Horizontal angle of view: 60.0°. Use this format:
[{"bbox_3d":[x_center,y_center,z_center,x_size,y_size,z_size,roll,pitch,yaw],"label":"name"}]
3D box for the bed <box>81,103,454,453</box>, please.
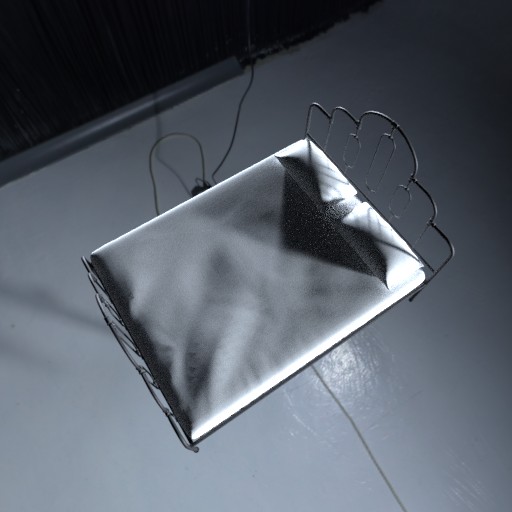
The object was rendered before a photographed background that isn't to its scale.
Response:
[{"bbox_3d":[0.000,0.000,3.193,2.163,1.429,1.640,-31,68,-14],"label":"bed"}]
